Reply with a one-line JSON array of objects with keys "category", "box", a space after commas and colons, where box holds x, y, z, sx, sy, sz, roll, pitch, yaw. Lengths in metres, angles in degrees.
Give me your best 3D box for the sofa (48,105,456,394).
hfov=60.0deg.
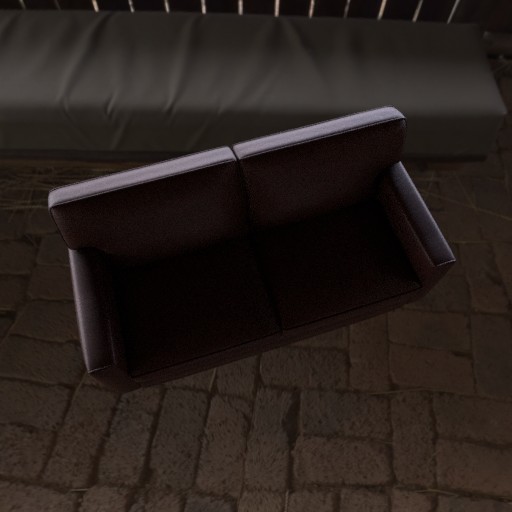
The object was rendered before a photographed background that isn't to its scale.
[{"category": "sofa", "box": [0.000, 0.000, 2.387, 1.876, 0.928, 0.912, -16, 65, -8]}]
